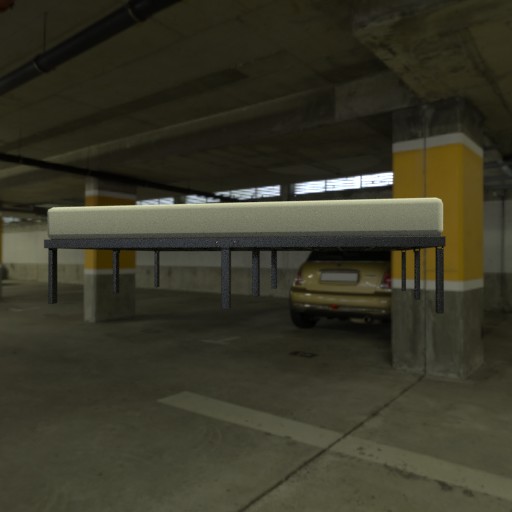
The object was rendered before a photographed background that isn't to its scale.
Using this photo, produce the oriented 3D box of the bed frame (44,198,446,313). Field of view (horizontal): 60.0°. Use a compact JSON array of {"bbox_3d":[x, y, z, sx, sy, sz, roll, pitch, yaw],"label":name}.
[{"bbox_3d":[0.000,0.000,3.747,2.842,0.680,2.205,0,0,19],"label":"bed frame"}]
